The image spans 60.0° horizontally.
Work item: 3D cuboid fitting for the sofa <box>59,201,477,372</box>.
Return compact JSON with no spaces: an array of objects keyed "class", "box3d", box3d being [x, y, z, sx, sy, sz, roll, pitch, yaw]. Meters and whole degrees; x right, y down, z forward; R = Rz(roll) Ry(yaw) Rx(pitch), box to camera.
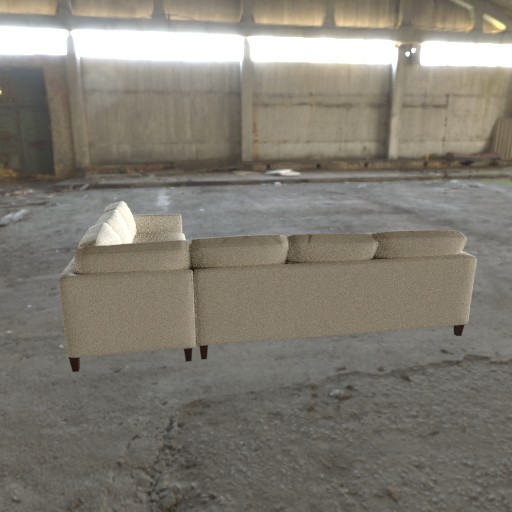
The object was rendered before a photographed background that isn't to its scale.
[{"class":"sofa","box3d":[0.000,0.000,4.611,3.302,0.947,2.593,-3,16,-10]}]
